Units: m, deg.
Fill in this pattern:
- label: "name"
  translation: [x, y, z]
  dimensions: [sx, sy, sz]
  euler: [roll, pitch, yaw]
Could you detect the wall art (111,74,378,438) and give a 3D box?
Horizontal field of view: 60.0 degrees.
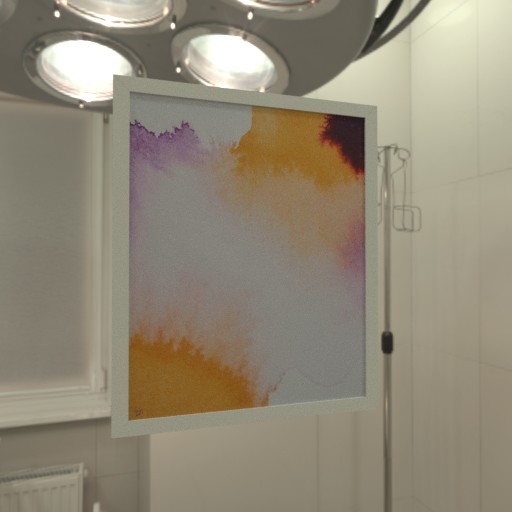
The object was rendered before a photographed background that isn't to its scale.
- label: "wall art"
  translation: [0.000, 0.000, 0.618]
  dimensions: [0.382, 0.456, 0.013]
  euler: [0, -1, -17]
